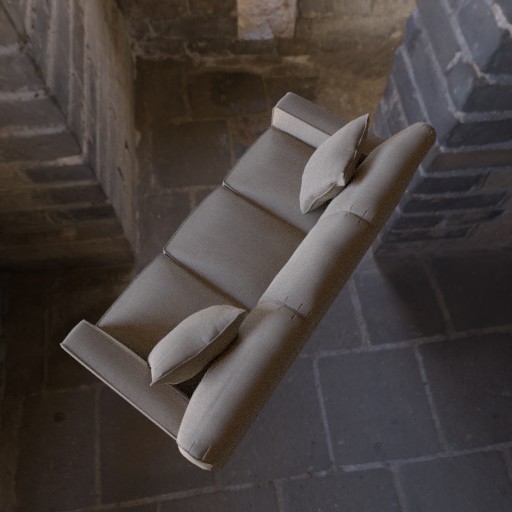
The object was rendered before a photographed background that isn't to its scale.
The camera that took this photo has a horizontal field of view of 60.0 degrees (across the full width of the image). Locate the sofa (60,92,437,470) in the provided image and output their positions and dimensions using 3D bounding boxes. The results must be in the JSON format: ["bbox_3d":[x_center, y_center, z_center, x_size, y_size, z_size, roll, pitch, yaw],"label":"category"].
[{"bbox_3d":[0.000,0.000,2.505,0.997,0.958,2.024,32,69,14],"label":"sofa"}]
